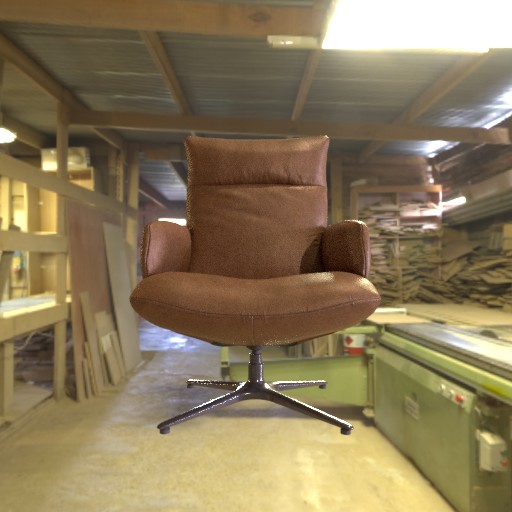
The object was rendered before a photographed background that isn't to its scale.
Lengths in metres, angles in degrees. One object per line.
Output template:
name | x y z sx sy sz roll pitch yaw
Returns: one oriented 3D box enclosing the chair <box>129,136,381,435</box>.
chair | 0.000 0.000 1.541 0.711 1.027 0.794 0 -1 1
